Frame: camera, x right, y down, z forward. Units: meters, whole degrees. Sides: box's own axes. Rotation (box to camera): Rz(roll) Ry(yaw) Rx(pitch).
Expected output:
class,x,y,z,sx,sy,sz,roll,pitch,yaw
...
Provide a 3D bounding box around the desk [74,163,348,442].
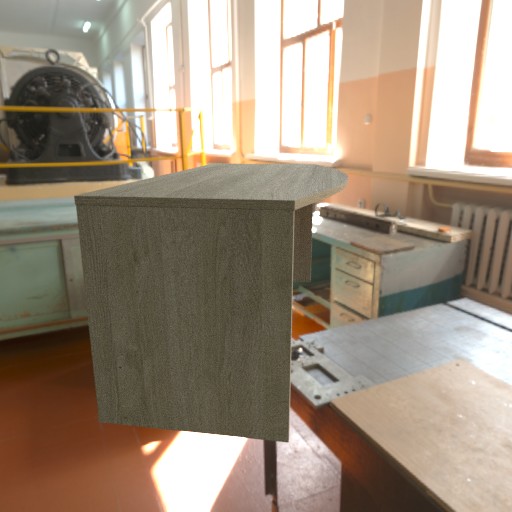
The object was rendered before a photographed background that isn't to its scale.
class,x,y,z,sx,sy,sz,roll,pitch,yaw
desk,0.000,0.000,2.073,0.802,0.752,1.600,2,15,9
